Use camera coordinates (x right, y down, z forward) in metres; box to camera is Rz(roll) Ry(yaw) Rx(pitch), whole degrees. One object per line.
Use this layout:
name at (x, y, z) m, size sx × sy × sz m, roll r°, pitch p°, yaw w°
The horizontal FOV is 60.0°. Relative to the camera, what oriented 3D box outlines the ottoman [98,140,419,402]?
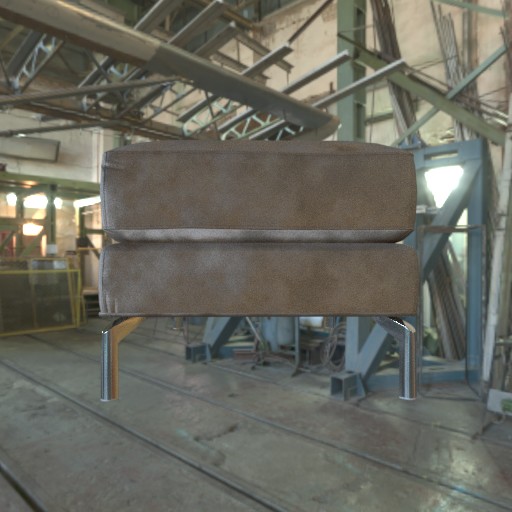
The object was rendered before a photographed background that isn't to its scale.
ottoman at (0.000, 0.000, 1.052) m, size 0.520 × 0.456 × 0.719 m, roll 0°, pitch 0°, yaw -1°
